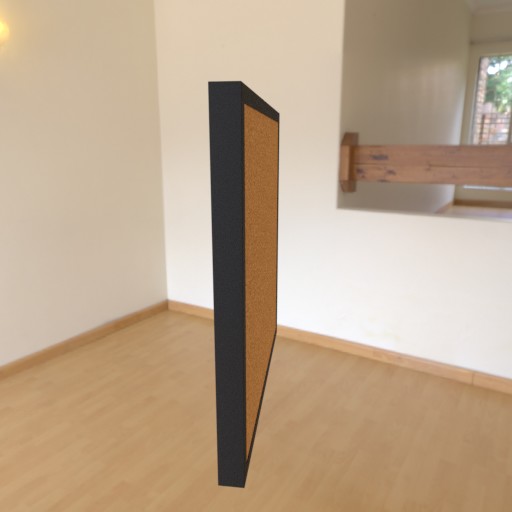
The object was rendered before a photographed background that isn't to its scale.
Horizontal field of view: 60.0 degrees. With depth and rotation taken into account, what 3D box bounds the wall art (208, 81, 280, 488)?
[{"bbox_3d":[0.000,0.000,0.768,0.036,0.503,0.506,2,14,7],"label":"wall art"}]
